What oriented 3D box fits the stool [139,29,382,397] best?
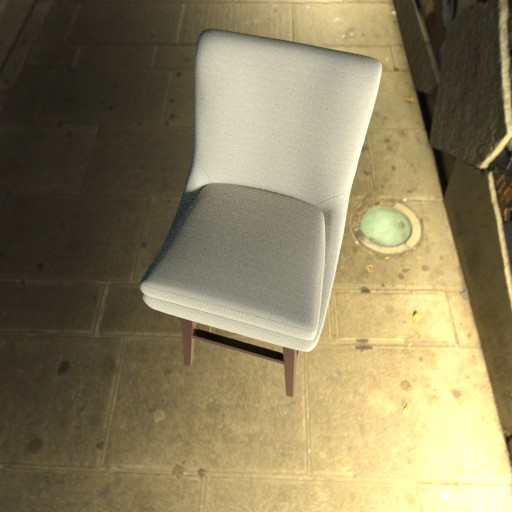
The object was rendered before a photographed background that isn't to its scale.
[{"bbox_3d":[0.000,0.000,1.357,0.483,1.093,0.559,14,60,8],"label":"stool"}]
